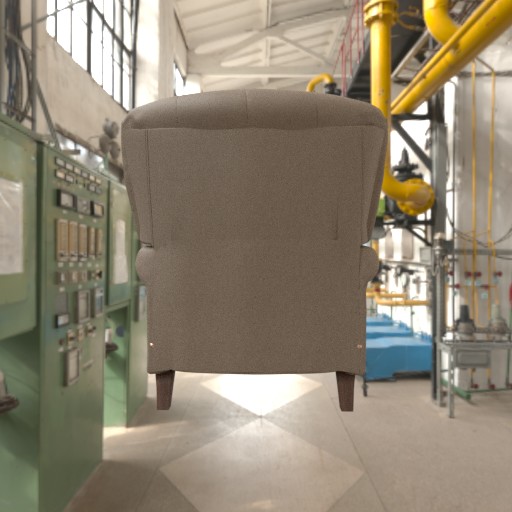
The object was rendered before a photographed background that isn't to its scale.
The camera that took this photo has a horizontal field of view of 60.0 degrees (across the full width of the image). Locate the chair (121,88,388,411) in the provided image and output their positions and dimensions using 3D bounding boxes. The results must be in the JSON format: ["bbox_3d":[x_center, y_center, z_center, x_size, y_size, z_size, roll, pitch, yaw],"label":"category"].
[{"bbox_3d":[0.000,0.000,1.925,0.999,1.138,1.041,0,0,2],"label":"chair"}]
